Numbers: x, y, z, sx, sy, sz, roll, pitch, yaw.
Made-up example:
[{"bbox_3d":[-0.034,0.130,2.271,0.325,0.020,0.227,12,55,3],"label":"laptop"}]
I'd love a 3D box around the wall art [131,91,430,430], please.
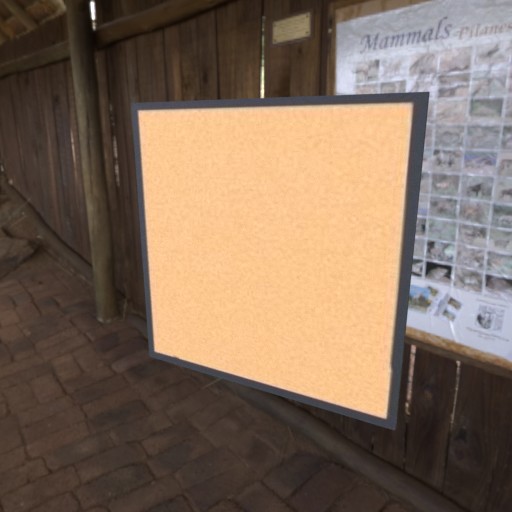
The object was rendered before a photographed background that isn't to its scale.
[{"bbox_3d":[0.000,0.000,1.227,0.823,0.823,0.013,8,18,27],"label":"wall art"}]
